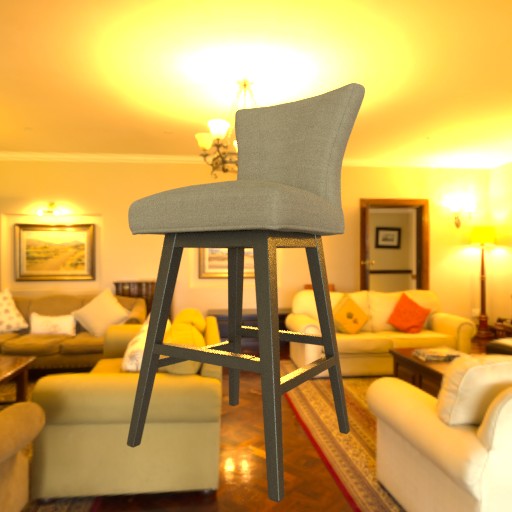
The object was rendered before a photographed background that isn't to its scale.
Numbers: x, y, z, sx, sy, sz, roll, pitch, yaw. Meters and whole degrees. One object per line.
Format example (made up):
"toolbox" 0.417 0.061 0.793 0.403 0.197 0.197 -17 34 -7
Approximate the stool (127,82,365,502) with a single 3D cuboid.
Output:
"stool" 0.000 0.000 1.346 0.514 1.086 0.574 0 0 35
